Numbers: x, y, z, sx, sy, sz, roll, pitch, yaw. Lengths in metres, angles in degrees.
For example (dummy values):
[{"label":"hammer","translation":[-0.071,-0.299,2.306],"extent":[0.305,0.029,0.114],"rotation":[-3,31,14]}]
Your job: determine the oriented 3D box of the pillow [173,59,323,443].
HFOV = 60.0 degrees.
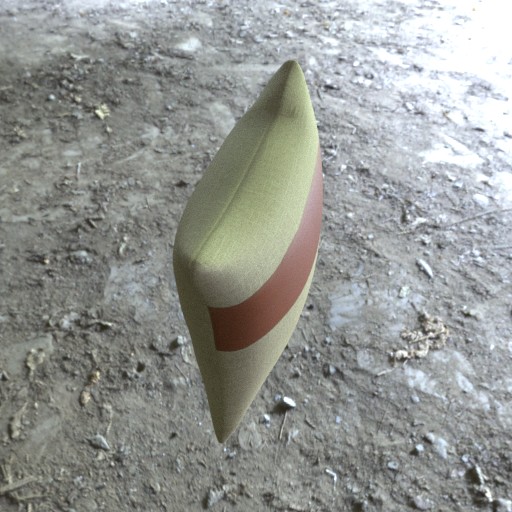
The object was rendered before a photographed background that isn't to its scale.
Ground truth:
[{"label":"pillow","translation":[0.000,0.000,0.642],"extent":[0.173,0.399,0.414],"rotation":[11,48,10]}]
